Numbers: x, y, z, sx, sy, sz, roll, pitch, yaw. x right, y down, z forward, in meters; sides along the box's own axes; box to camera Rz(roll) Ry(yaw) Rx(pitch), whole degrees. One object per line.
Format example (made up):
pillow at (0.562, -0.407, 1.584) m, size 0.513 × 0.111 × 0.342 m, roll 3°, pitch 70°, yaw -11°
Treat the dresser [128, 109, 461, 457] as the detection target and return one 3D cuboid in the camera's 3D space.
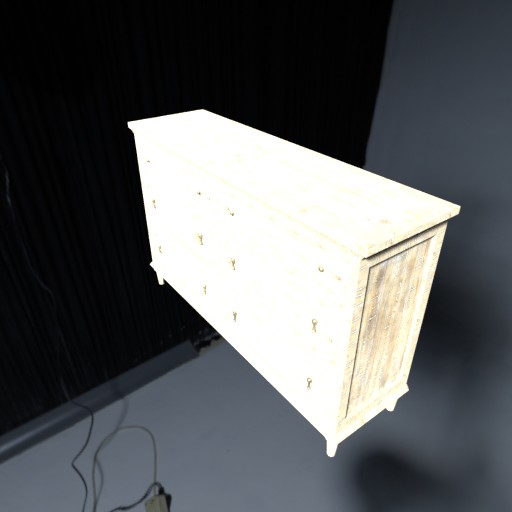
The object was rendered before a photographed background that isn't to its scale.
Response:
dresser at (0.000, 0.000, 2.157) m, size 0.457 × 1.016 × 1.626 m, roll -22°, pitch 38°, yaw -31°
